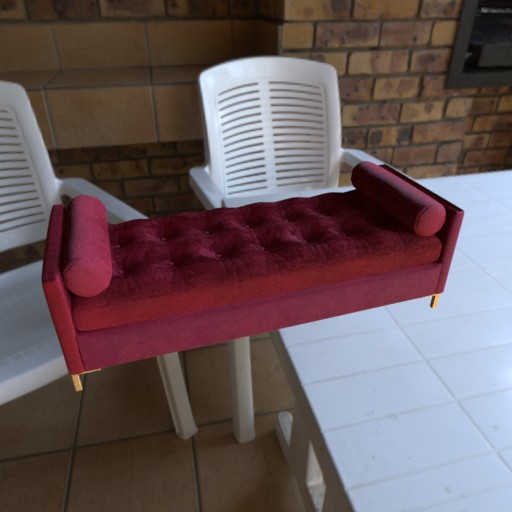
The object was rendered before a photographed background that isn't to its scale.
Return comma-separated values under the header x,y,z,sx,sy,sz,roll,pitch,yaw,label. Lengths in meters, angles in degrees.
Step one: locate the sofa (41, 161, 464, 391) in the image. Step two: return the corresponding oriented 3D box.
x,y,z,sx,sy,sz,roll,pitch,yaw,label
0.000,0.000,2.517,2.102,0.705,0.796,-10,33,-16,sofa
